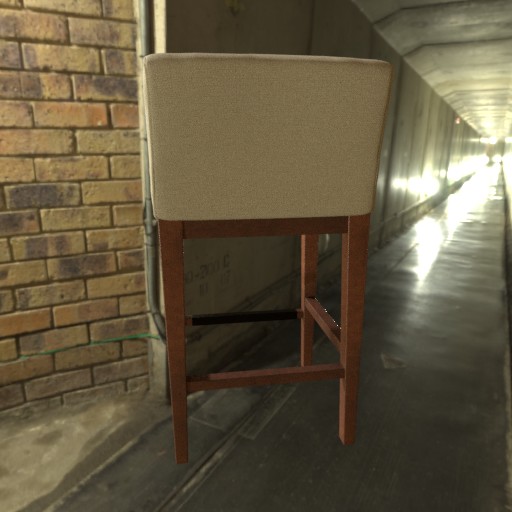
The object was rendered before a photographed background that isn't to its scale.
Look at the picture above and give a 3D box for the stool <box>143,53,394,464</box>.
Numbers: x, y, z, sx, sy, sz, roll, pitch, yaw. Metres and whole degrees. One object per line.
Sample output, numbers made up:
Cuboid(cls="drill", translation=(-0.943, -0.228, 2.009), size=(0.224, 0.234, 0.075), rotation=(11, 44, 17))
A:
Cuboid(cls="stool", translation=(0.000, 0.000, 1.196), size=(0.511, 0.937, 0.500), rotation=(-2, 15, -9))
